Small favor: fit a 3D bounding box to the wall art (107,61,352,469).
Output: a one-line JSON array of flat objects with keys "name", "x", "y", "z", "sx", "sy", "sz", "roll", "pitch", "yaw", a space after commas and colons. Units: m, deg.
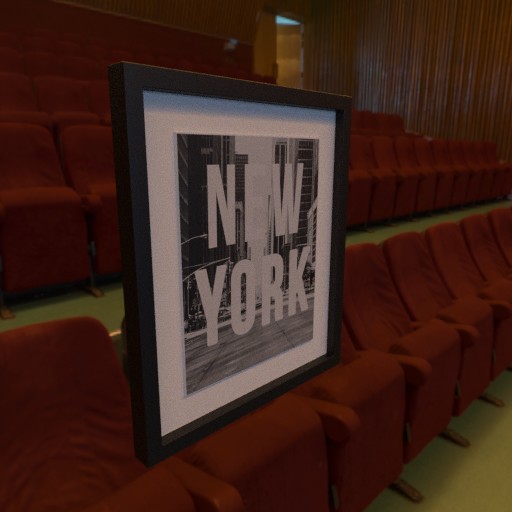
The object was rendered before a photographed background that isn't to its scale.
[{"name": "wall art", "x": 0.000, "y": 0.000, "z": 0.522, "sx": 0.328, "sy": 0.381, "sz": 0.028, "roll": -12, "pitch": 18, "yaw": -43}]
